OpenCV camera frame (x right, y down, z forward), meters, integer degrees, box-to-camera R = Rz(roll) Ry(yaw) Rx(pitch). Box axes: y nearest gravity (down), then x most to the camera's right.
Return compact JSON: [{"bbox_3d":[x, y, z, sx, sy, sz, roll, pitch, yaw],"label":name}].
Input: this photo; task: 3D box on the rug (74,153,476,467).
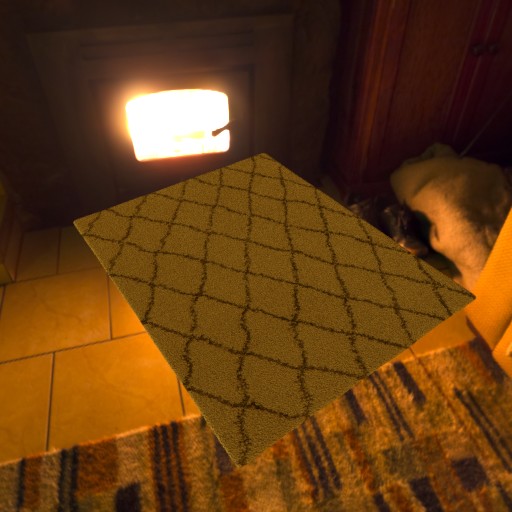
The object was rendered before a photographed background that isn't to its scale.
[{"bbox_3d":[0.000,0.000,4.147,2.438,0.029,3.047,-26,48,-26],"label":"rug"}]
